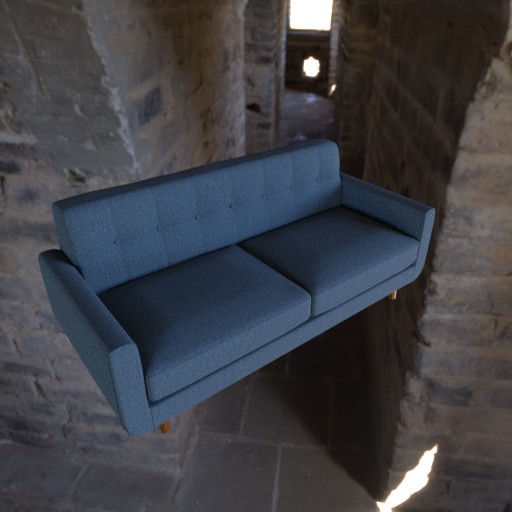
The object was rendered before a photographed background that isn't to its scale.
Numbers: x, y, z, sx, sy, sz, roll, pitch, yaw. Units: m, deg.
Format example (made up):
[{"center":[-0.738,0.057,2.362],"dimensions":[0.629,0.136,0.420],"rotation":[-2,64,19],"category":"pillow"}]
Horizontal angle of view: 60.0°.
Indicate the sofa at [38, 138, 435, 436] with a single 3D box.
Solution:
[{"center":[0.000,0.000,2.508],"dimensions":[2.055,0.884,0.942],"rotation":[-22,37,-32],"category":"sofa"}]
